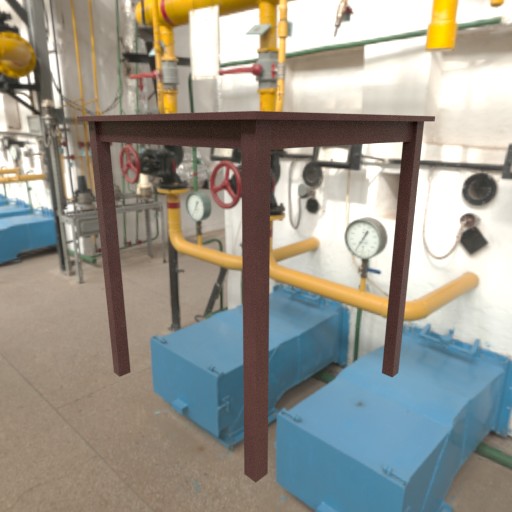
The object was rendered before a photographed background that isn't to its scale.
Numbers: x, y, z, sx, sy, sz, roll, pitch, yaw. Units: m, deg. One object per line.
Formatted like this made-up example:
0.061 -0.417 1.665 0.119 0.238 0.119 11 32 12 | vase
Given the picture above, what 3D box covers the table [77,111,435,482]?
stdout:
0.000 0.000 1.647 0.861 0.991 0.861 -16 23 -43 | table
